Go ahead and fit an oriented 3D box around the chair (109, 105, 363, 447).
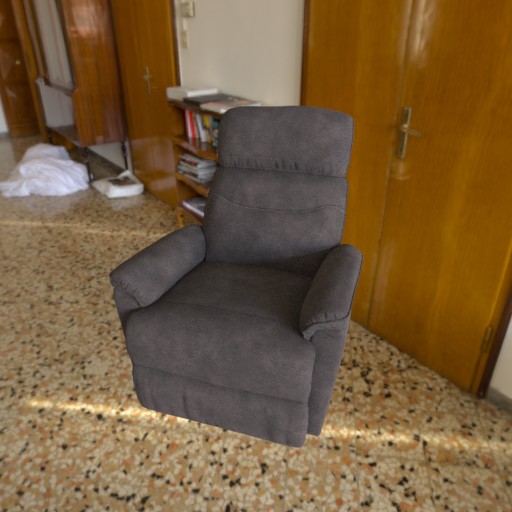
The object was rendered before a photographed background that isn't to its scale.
[{"bbox_3d":[0.000,0.000,1.776,0.830,1.035,1.009,8,29,16],"label":"chair"}]
